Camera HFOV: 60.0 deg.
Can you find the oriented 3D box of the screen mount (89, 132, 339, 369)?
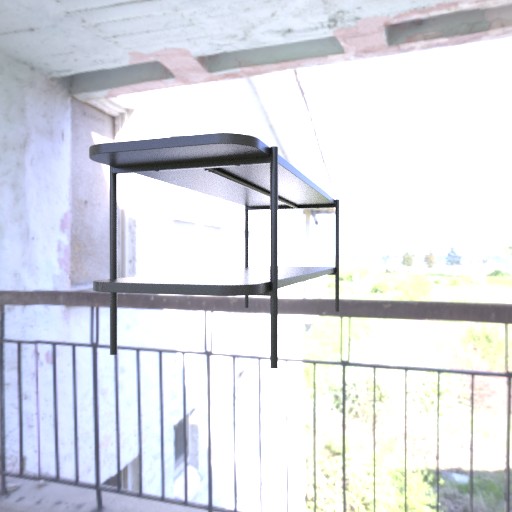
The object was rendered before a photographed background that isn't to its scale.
[{"bbox_3d":[0.000,0.000,1.399,0.400,0.447,1.200,0,0,18],"label":"screen mount"}]
